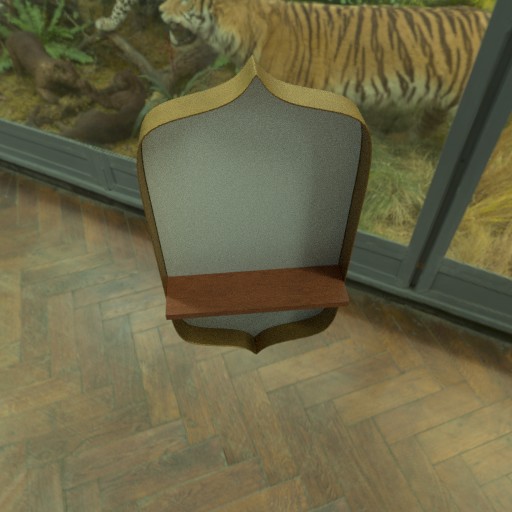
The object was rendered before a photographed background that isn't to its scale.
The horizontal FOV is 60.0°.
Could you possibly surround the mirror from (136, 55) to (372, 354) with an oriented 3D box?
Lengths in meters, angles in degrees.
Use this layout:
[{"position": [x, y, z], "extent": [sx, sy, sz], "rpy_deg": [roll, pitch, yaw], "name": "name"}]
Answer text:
[{"position": [0.000, 0.000, 0.728], "extent": [0.323, 0.613, 0.096], "rpy_deg": [-4, 47, -4], "name": "mirror"}]
